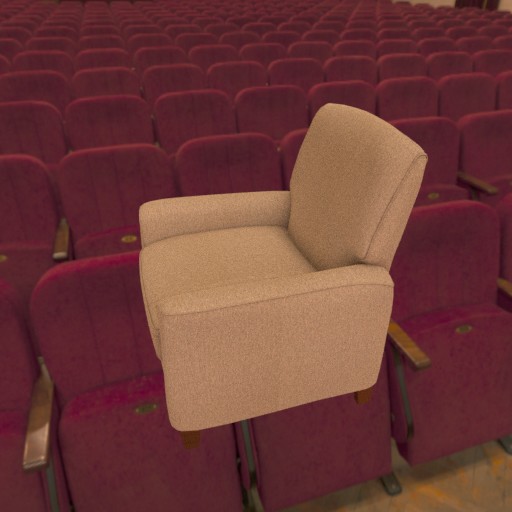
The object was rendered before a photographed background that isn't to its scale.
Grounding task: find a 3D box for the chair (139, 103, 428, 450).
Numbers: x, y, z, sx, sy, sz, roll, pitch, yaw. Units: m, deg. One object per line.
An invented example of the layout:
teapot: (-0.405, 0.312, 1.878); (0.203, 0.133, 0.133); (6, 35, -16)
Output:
chair: (0.000, 0.000, 1.680); (0.864, 1.014, 0.848); (-9, 31, -15)
